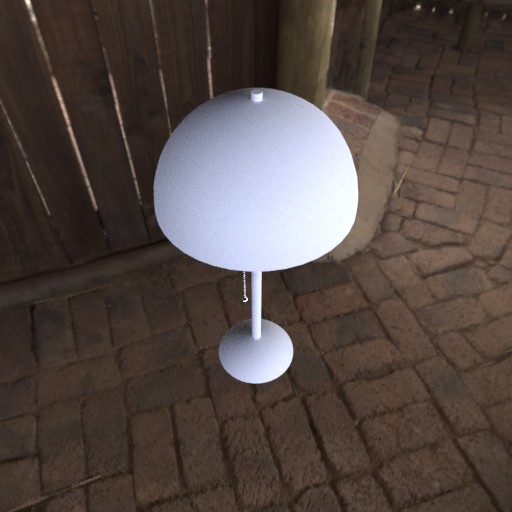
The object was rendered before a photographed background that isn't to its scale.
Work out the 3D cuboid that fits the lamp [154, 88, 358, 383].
[{"bbox_3d":[0.000,0.000,0.431,0.171,0.330,0.171,0,46,0],"label":"lamp"}]
